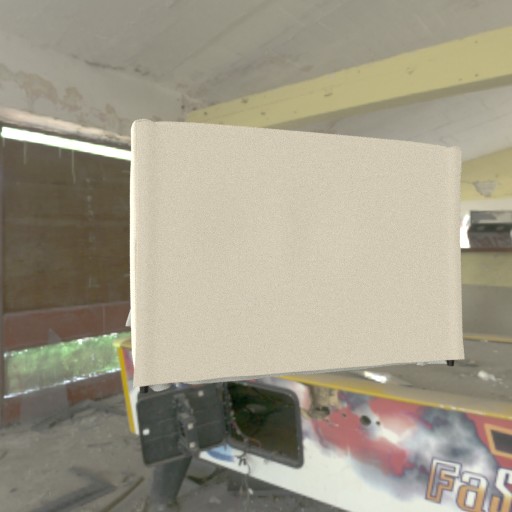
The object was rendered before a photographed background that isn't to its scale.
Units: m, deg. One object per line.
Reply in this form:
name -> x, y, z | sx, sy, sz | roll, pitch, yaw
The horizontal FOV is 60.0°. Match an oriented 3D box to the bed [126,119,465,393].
bed -> 0.000, 0.000, 3.443 | 1.925, 1.332, 2.276 | 0, 0, -17
